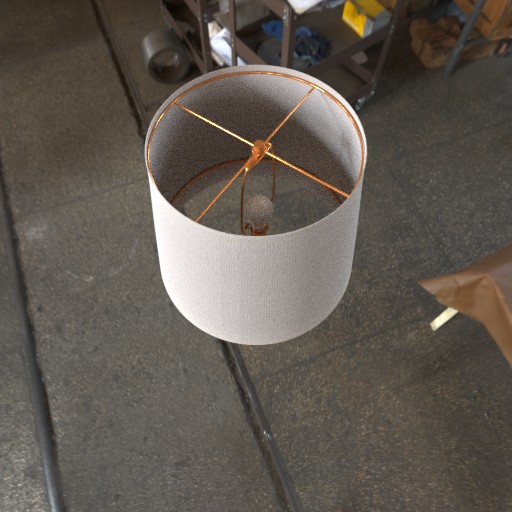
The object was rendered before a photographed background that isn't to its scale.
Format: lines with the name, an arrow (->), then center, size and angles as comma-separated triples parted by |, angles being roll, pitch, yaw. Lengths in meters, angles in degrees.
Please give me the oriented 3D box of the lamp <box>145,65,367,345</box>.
lamp -> 0.000, 0.000, 0.450 | 0.189, 0.340, 0.189 | 0, 63, 0
